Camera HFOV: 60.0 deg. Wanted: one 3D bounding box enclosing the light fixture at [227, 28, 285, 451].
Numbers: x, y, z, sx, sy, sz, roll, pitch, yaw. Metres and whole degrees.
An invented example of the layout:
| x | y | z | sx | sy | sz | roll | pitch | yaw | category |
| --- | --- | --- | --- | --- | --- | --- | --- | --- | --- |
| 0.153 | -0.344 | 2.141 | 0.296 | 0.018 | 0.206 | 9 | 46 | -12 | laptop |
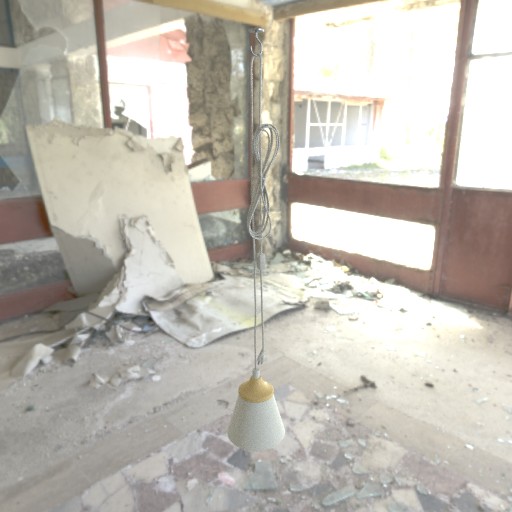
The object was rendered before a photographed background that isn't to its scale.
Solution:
| x | y | z | sx | sy | sz | roll | pitch | yaw | category |
| --- | --- | --- | --- | --- | --- | --- | --- | --- | --- |
| 0.000 | 0.000 | 1.043 | 0.153 | 0.966 | 0.153 | -2 | 16 | -8 | light fixture |
